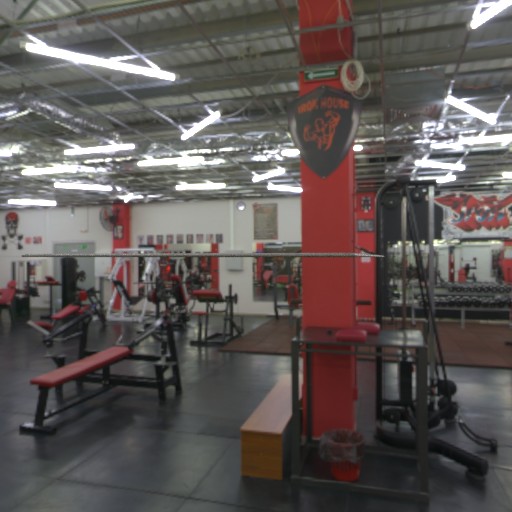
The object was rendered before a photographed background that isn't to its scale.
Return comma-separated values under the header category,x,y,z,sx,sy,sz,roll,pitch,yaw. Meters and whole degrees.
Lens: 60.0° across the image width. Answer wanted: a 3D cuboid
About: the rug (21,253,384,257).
category,x,y,z,sx,sy,sz,roll,pitch,yaw
rug,0.000,0.000,2.329,1.224,0.012,1.847,0,0,19
